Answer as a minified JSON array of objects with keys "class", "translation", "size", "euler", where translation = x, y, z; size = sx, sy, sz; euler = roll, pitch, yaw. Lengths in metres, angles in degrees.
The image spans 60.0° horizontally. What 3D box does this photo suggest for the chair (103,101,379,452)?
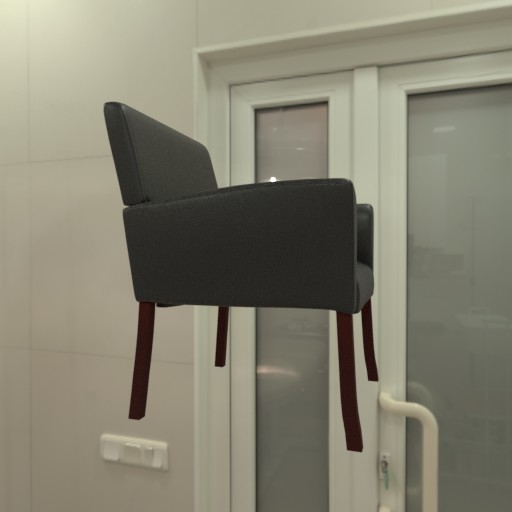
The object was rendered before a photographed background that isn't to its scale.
[{"class":"chair","translation":[0.000,0.000,1.512],"size":[0.772,0.951,0.683],"euler":[0,1,19]}]
